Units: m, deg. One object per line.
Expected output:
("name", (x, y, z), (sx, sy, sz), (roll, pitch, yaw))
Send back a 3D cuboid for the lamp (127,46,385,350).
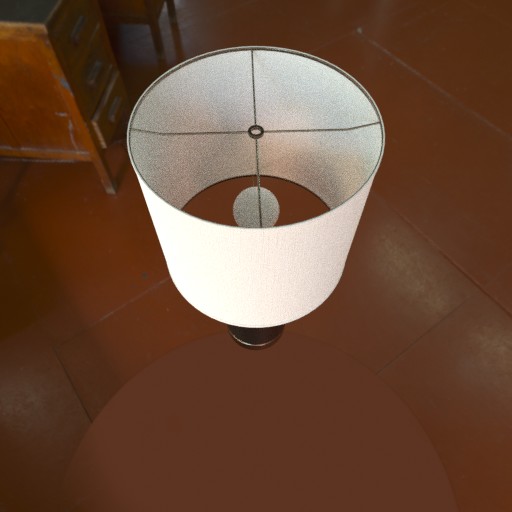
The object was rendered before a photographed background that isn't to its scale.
("lamp", (0.000, 0.000, 0.624), (0.240, 0.482, 0.241), (-2, 59, -1))
